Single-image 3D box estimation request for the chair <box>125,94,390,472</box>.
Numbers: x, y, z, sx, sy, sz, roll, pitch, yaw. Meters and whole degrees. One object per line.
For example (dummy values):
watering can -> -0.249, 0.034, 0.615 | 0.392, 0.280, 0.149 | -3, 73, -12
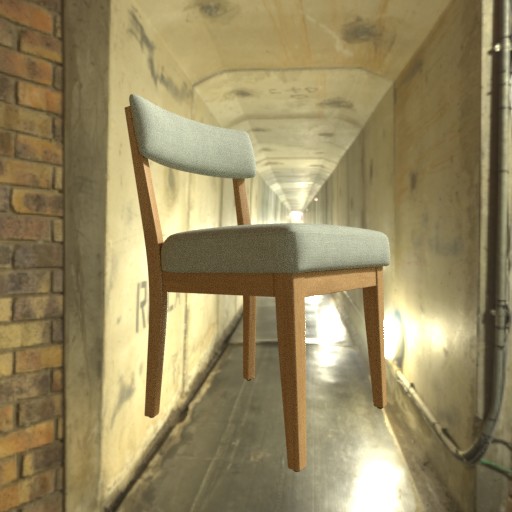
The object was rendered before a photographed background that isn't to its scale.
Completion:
chair -> 0.000, 0.000, 1.190 | 0.572, 0.832, 0.508 | 1, 1, 37
